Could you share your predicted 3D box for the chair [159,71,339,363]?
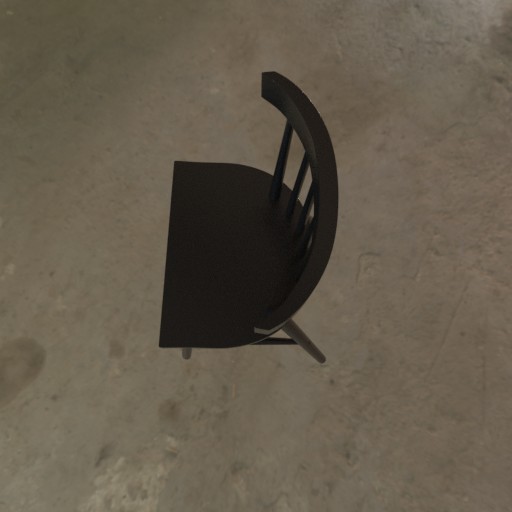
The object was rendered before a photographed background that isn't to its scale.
[{"bbox_3d":[0.000,0.000,1.144,0.483,0.844,0.506,2,75,0],"label":"chair"}]
